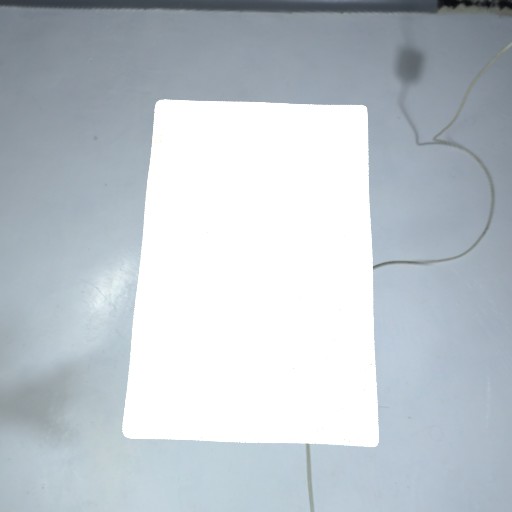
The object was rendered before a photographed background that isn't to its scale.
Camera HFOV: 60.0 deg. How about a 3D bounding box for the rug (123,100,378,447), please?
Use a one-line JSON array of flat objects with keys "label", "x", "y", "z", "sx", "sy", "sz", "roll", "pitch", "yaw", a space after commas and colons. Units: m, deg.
[{"label": "rug", "x": 0.000, "y": 0.000, "z": 3.442, "sx": 1.798, "sy": 0.025, "sz": 2.698, "roll": 2, "pitch": 75, "yaw": 0}]
